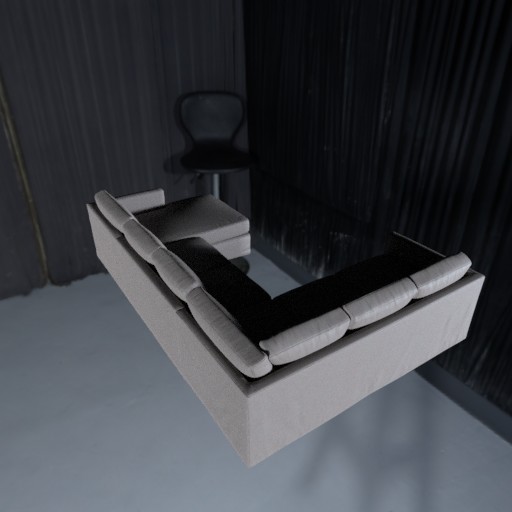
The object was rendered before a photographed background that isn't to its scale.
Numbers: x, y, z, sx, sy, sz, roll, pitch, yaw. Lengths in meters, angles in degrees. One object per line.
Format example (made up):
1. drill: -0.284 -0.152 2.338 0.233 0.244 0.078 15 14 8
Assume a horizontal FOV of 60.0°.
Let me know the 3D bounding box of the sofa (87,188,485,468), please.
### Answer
1. sofa: 0.000 0.000 4.567 2.427 0.882 3.460 -19 35 -29
